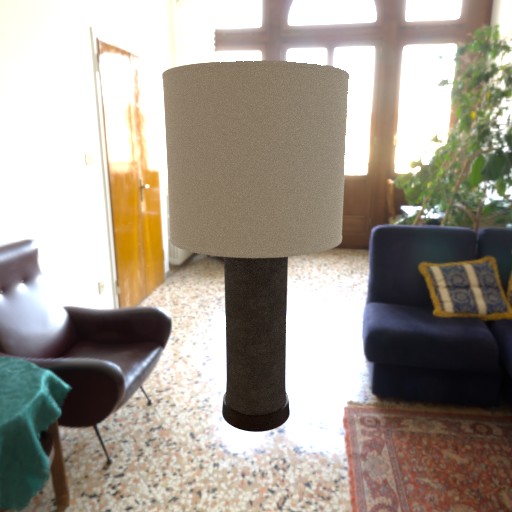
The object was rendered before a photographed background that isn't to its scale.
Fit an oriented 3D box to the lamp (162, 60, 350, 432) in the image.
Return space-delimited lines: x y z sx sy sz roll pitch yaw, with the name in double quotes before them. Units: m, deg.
"lamp" 0.000 0.000 0.797 0.301 0.630 0.301 -7 16 -26
